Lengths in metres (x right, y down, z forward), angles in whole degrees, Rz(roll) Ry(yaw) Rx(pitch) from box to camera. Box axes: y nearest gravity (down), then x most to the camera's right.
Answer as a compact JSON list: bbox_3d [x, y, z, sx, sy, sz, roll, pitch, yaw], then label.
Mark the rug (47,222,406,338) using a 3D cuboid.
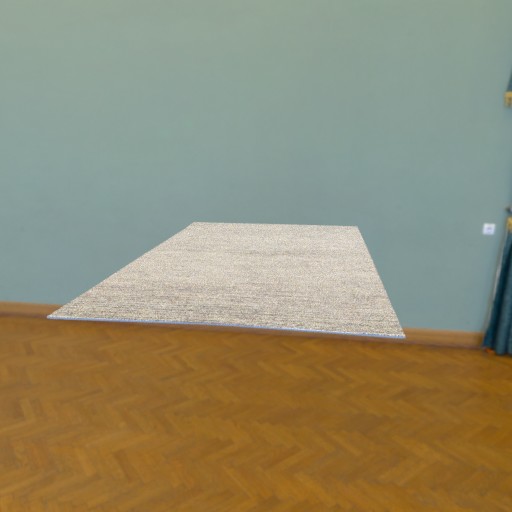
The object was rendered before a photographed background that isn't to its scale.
[{"bbox_3d":[0.000,0.000,2.264,1.162,0.022,1.804,2,15,8],"label":"rug"}]
